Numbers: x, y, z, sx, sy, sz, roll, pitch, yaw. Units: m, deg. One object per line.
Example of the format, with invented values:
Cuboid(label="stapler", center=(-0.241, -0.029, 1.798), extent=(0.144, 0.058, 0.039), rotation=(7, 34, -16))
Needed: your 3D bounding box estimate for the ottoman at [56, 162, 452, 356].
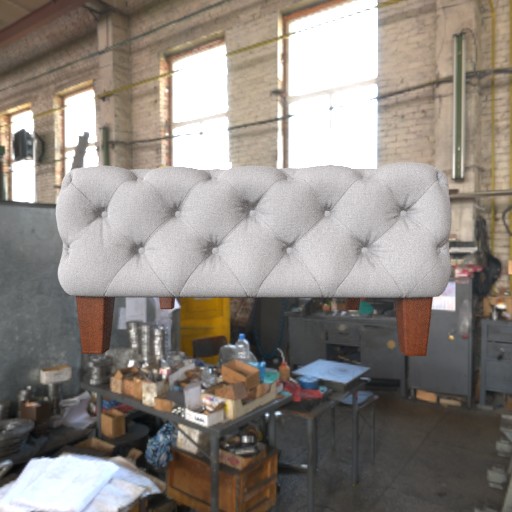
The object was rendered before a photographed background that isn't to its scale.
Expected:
Cuboid(label="ottoman", center=(0.000, 0.000, 1.169), extent=(0.764, 0.365, 0.758), rotation=(0, 1, 2))
